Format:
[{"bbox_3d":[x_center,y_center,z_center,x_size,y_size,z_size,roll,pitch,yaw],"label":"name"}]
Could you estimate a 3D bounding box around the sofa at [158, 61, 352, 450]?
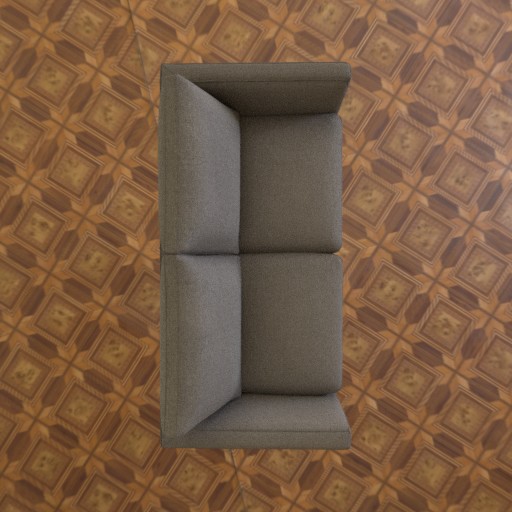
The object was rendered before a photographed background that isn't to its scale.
[{"bbox_3d":[0.000,0.000,2.043,0.803,0.924,1.594,0,90,1],"label":"sofa"}]
